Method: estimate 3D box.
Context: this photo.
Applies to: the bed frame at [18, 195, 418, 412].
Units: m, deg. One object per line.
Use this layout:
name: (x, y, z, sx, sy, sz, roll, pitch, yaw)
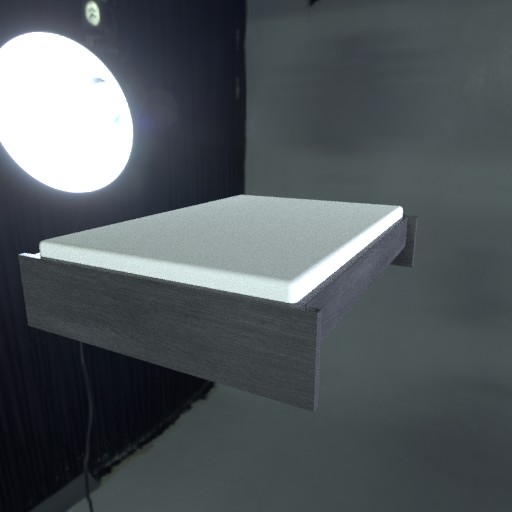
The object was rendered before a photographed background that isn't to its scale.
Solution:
bed frame: (0.000, 0.000, 2.606, 1.490, 0.432, 1.950, 8, 17, 27)
